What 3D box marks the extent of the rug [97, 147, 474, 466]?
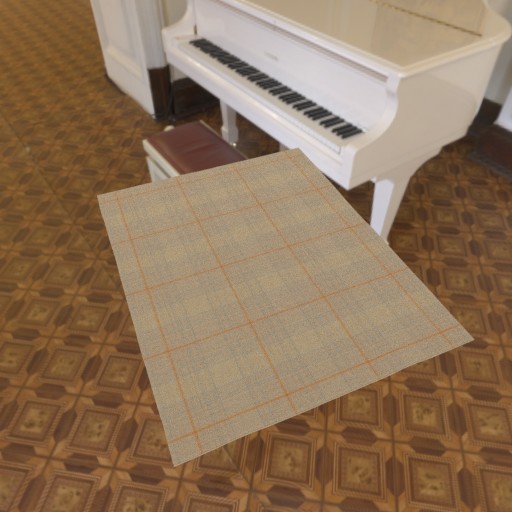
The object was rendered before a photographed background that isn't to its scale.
[{"bbox_3d":[0.000,0.000,4.139,2.448,0.021,3.051,-17,48,-16],"label":"rug"}]
